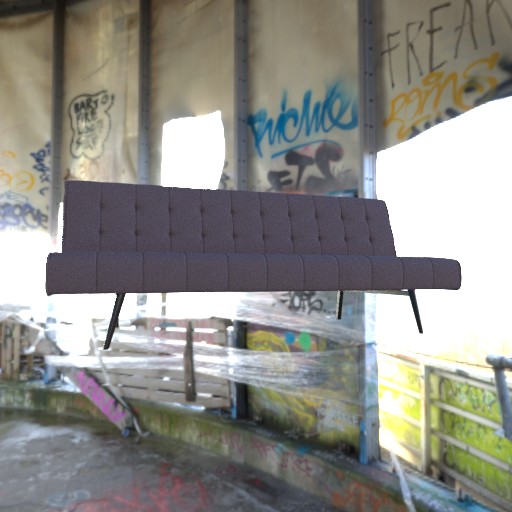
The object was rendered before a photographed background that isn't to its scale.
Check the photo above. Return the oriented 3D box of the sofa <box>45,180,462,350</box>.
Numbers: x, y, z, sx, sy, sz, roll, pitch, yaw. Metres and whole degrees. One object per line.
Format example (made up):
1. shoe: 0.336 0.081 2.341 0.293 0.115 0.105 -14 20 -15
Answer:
1. sofa: 0.000 0.000 2.076 1.703 0.699 0.747 1 -3 -18
